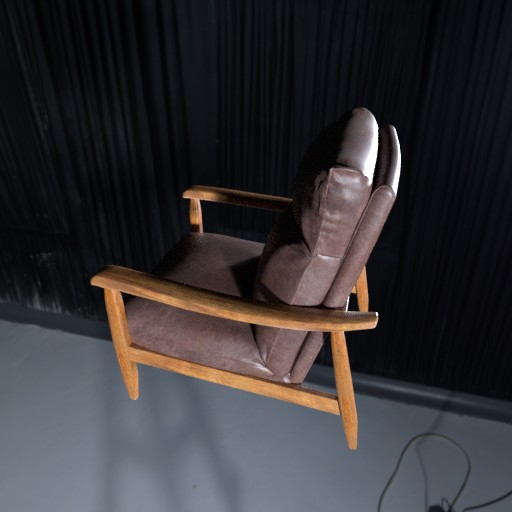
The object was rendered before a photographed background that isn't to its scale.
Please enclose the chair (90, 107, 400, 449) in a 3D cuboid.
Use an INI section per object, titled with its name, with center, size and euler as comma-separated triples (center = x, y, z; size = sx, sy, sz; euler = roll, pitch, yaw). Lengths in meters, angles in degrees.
[chair]
center = 0.000, 0.000, 1.515
size = 0.830, 0.897, 0.782
euler = 8, 31, 13
